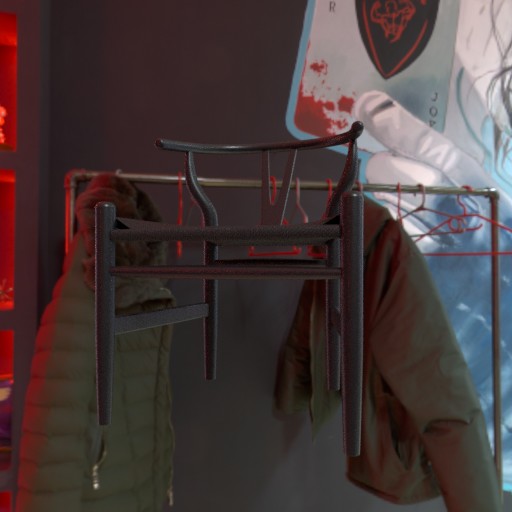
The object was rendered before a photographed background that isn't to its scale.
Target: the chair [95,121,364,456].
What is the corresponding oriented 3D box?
[{"bbox_3d":[0.000,0.000,1.148,0.569,0.730,0.579,0,-1,17],"label":"chair"}]
